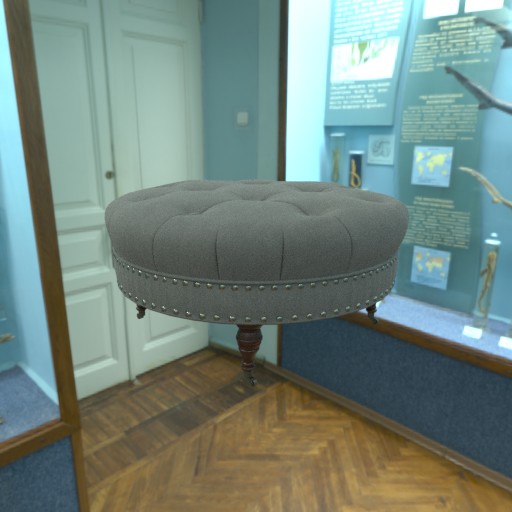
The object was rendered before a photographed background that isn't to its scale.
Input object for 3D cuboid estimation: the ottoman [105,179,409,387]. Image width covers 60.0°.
[{"bbox_3d":[0.000,0.000,1.397,0.901,0.439,0.901,0,15,0],"label":"ottoman"}]
